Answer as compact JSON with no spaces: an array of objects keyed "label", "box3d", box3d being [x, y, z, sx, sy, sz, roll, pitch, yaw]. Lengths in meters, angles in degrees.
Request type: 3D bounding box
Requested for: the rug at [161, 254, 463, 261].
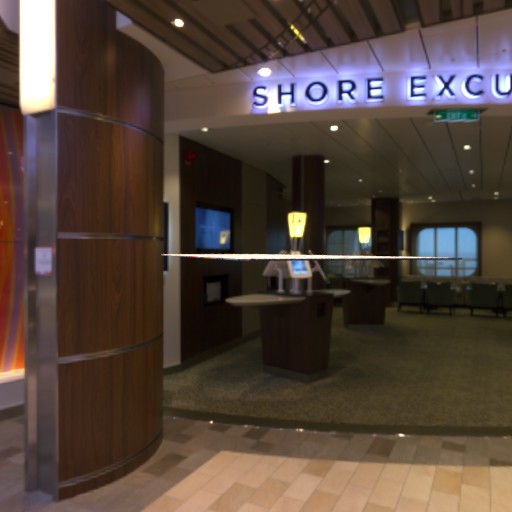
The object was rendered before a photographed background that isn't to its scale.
[{"label":"rug","box3d":[0.000,0.000,2.627,0.832,0.008,2.362,0,1,-19]}]
